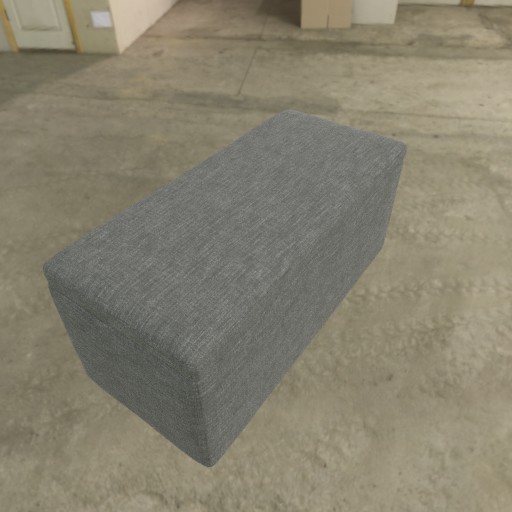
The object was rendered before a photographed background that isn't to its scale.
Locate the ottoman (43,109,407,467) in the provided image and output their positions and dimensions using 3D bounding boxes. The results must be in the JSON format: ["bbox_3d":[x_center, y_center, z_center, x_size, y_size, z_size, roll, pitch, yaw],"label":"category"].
[{"bbox_3d":[0.000,0.000,1.150,0.419,0.432,0.902,25,48,26],"label":"ottoman"}]
